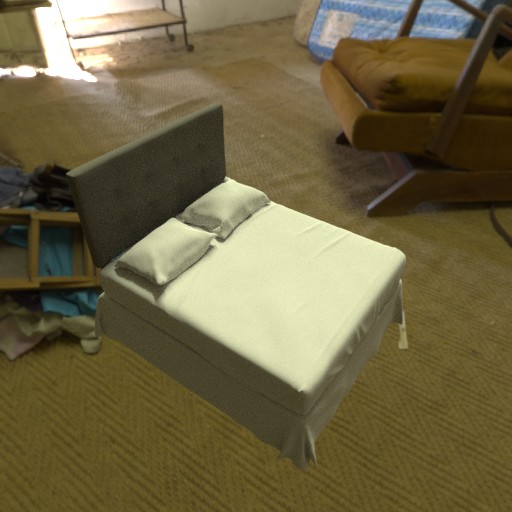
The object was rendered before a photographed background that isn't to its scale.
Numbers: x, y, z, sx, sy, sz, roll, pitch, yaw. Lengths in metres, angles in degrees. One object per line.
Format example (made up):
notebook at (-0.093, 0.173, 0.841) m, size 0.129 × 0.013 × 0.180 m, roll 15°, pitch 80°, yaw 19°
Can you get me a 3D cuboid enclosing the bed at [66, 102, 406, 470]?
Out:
bed at (0.000, 0.000, 3.564) m, size 2.222 × 1.577 × 1.936 m, roll 25°, pitch 46°, yaw 27°
